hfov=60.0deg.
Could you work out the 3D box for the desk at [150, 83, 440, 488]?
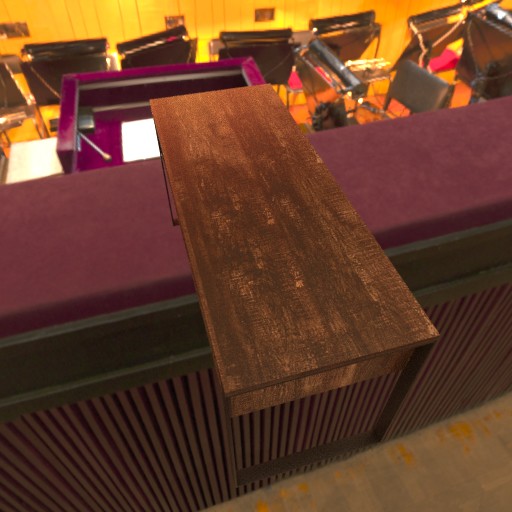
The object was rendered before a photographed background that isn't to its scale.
[{"bbox_3d":[0.000,0.000,1.914,0.599,0.762,1.524,-12,48,-11],"label":"desk"}]
